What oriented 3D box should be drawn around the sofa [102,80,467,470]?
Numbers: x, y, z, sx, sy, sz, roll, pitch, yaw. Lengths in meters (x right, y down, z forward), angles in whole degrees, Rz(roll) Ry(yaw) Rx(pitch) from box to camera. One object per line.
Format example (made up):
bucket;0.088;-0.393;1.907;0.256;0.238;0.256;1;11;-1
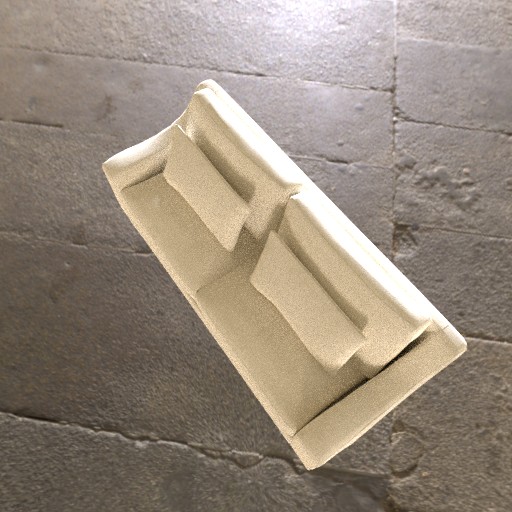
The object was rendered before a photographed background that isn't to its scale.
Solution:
sofa;0.000;0.000;2.943;1.009;1.022;2.470;-33;68;-16
